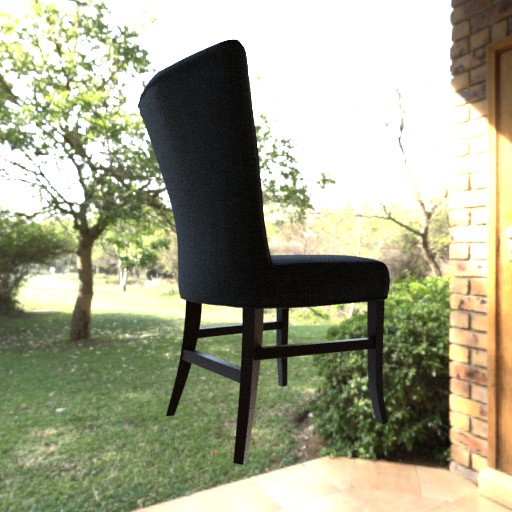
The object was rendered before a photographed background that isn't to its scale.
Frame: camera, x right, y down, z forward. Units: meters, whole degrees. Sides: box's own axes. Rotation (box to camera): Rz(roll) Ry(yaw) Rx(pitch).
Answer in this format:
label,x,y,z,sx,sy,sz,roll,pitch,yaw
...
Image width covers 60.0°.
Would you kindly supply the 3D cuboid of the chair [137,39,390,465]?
label,x,y,z,sx,sy,sz,roll,pitch,yaw
chair,0.000,0.000,1.336,0.660,0.991,0.520,0,0,-36
